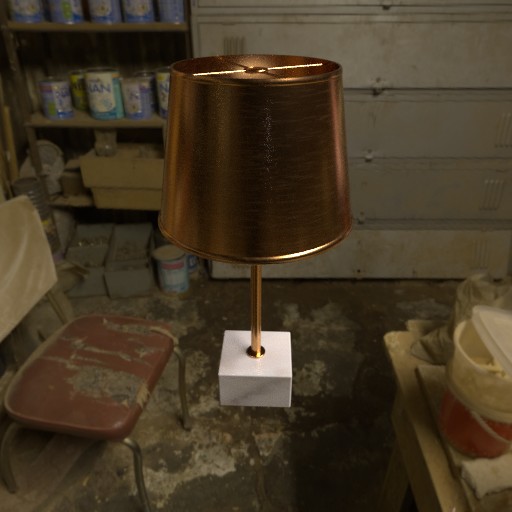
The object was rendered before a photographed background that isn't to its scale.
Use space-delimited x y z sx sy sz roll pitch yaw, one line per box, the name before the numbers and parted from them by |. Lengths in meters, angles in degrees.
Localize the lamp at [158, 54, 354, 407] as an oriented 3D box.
lamp | 0.000 0.000 0.508 0.208 0.406 0.208 0 31 0
